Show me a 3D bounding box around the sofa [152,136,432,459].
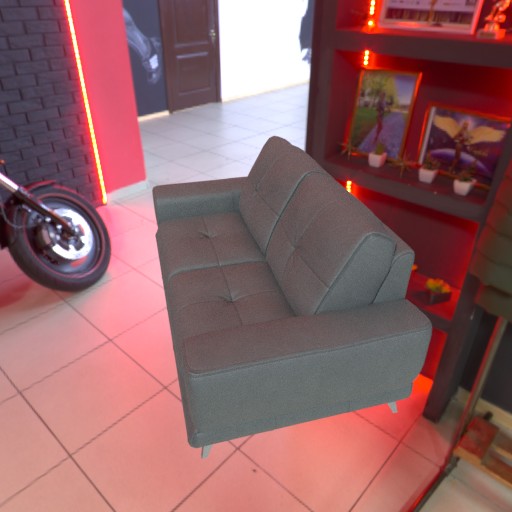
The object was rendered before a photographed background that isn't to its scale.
[{"bbox_3d":[0.000,0.000,2.416,1.018,0.907,1.806,-8,33,-13],"label":"sofa"}]
